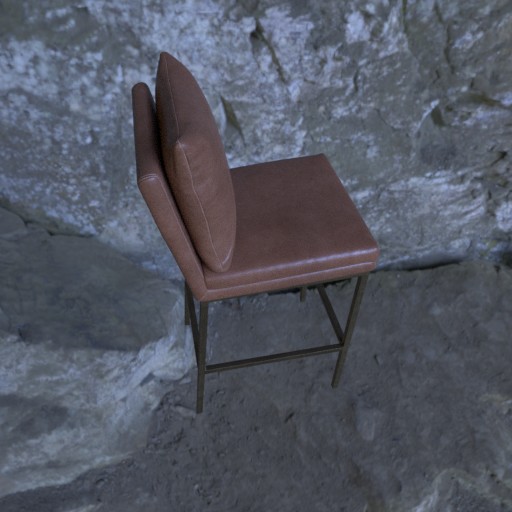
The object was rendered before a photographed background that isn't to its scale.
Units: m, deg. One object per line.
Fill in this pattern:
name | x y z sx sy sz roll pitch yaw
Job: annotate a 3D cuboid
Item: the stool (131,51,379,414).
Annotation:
stool | 0.000 0.000 1.397 0.571 1.124 0.463 -9 47 -9
